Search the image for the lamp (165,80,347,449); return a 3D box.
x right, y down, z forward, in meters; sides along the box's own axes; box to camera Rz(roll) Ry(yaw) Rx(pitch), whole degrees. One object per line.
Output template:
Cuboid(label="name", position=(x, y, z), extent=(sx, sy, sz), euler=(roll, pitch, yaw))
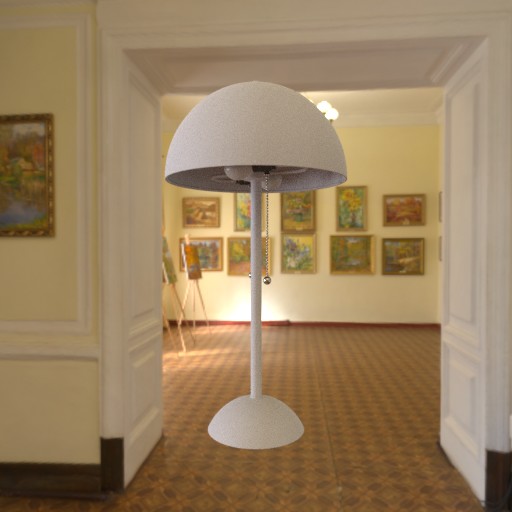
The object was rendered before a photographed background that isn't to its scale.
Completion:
Cuboid(label="lamp", position=(0.000, 0.000, 0.423), extent=(0.171, 0.330, 0.171), euler=(0, 1, 0))
